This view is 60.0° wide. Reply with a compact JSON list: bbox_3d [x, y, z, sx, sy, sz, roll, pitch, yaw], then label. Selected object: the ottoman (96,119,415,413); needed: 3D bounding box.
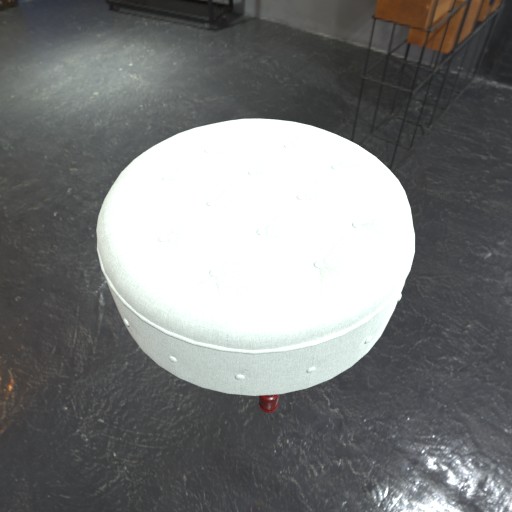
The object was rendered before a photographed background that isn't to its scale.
[{"bbox_3d":[0.000,0.000,1.337,0.850,0.483,0.850,0,48,0],"label":"ottoman"}]
